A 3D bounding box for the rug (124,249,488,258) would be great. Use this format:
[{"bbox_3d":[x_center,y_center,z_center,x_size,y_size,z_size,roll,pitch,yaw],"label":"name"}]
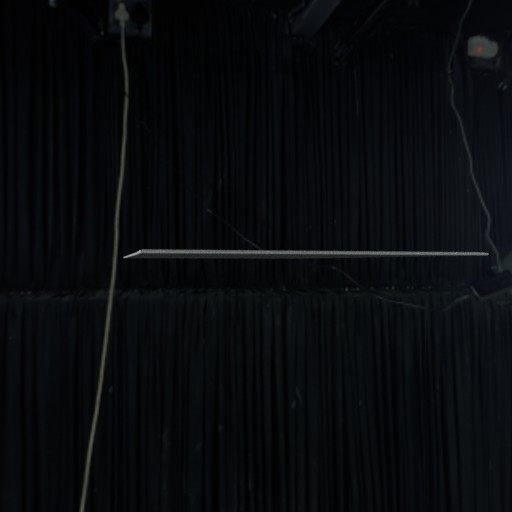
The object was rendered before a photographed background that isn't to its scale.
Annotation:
[{"bbox_3d":[0.000,0.000,2.906,1.608,0.014,2.213,0,-1,-18],"label":"rug"}]
